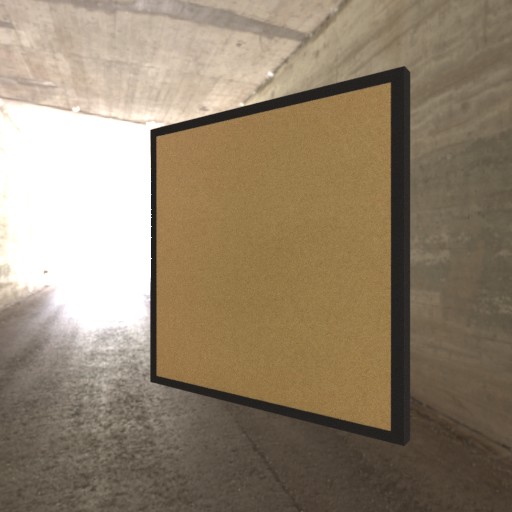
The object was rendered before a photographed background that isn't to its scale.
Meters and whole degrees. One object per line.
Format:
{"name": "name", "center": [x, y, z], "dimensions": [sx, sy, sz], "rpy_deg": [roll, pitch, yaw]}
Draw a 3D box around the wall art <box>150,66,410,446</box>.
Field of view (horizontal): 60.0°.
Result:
{"name": "wall art", "center": [0.000, 0.000, 1.125], "dimensions": [0.762, 0.760, 0.037], "rpy_deg": [0, 0, 36]}
